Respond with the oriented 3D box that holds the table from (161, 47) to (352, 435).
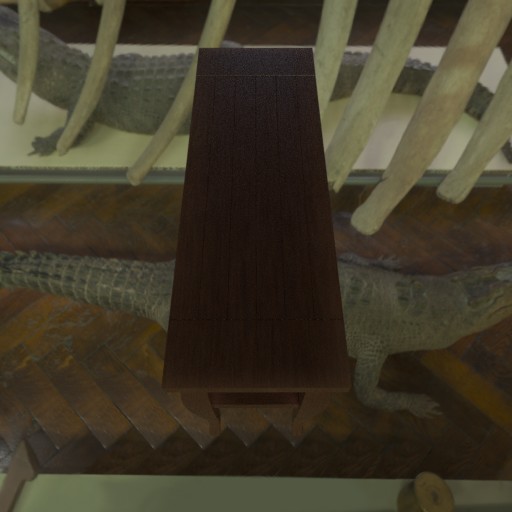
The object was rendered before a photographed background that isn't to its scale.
[{"bbox_3d":[0.000,0.000,1.436,0.373,0.768,1.062,0,58,0],"label":"table"}]
